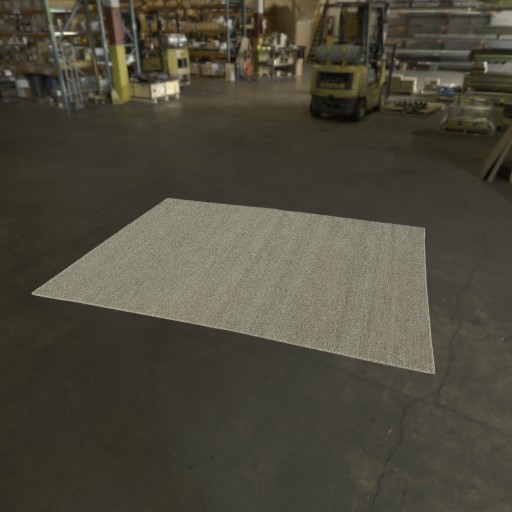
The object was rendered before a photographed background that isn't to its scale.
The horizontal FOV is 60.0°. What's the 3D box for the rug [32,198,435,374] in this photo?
[{"bbox_3d":[0.000,0.000,4.893,3.626,0.051,2.757,8,29,16],"label":"rug"}]
